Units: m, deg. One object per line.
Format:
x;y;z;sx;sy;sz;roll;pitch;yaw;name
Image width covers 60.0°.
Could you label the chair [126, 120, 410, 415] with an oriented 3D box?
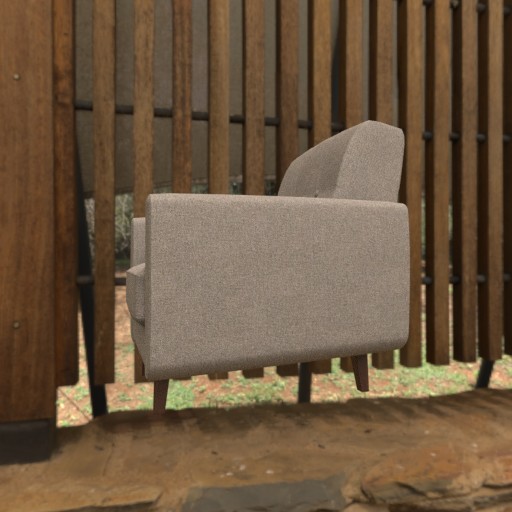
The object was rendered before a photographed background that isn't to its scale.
0.000;0.000;1.720;0.942;0.968;0.845;0;-1;-19;chair
